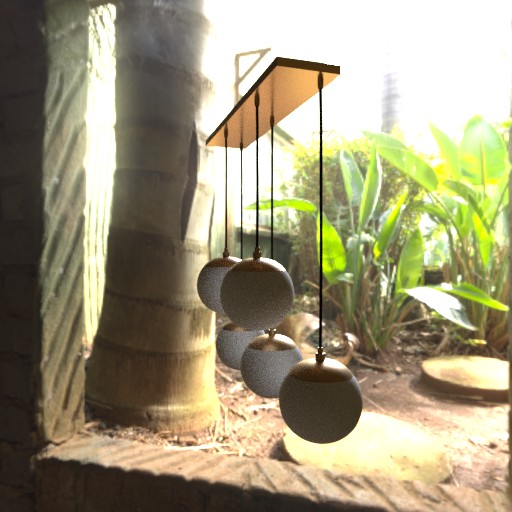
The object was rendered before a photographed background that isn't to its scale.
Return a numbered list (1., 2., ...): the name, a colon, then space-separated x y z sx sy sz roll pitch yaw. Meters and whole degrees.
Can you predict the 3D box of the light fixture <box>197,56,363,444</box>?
1. light fixture: 0.000 0.000 1.349 0.299 0.869 0.863 0 0 -18
